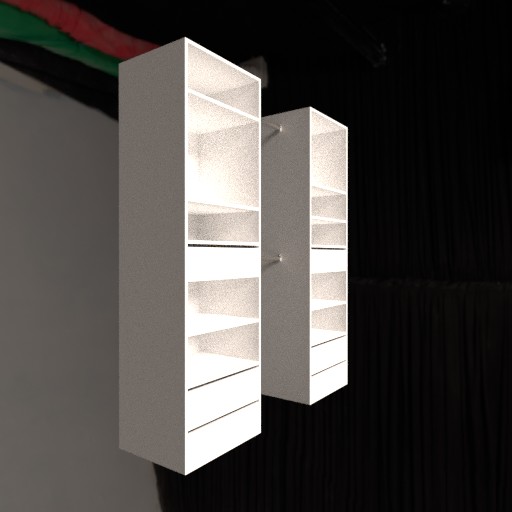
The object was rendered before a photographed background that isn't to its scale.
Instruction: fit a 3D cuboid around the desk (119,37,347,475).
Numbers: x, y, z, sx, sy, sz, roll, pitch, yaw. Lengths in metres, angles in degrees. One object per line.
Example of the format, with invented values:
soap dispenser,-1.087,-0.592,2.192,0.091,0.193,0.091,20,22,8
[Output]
desk,0.000,0.000,2.882,0.480,2.000,1.770,0,0,36
